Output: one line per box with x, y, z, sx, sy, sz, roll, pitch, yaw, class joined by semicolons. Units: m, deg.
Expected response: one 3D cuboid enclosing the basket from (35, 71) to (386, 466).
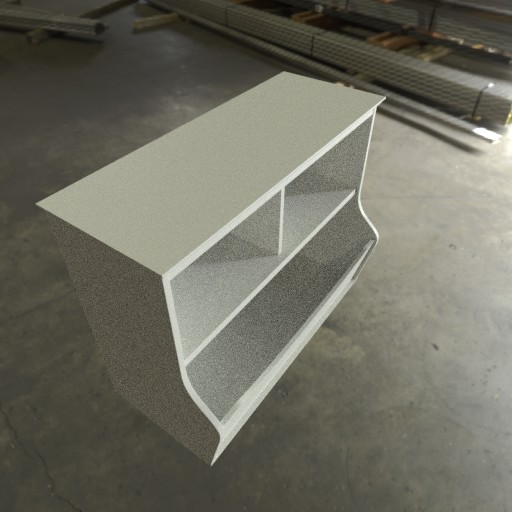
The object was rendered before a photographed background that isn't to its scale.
0.000;0.000;1.138;0.376;0.625;0.792;26;48;26;basket
